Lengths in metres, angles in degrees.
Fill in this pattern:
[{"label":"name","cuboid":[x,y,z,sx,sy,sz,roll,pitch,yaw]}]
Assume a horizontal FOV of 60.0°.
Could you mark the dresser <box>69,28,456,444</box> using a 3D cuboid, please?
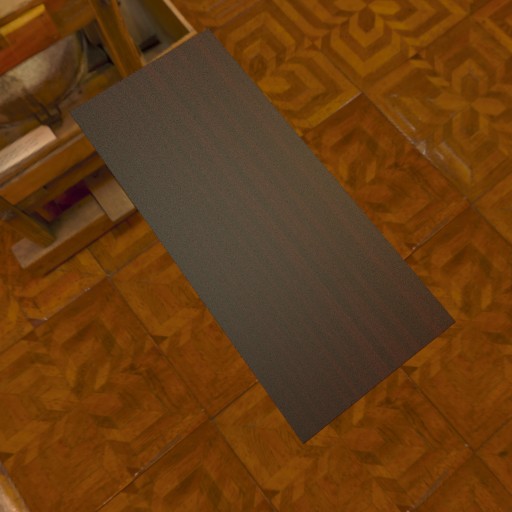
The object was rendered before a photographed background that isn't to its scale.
[{"label":"dresser","cuboid":[0.000,0.000,1.164,0.360,0.720,0.750,-35,78,-9]}]
